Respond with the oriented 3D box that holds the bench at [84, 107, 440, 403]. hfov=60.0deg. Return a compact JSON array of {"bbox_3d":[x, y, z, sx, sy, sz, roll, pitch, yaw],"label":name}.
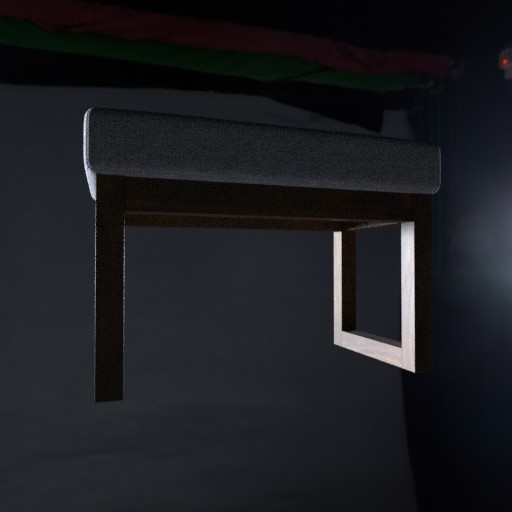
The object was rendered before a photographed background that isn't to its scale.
[{"bbox_3d":[0.000,0.000,0.955,0.681,0.467,0.366,0,-1,-19],"label":"bench"}]
